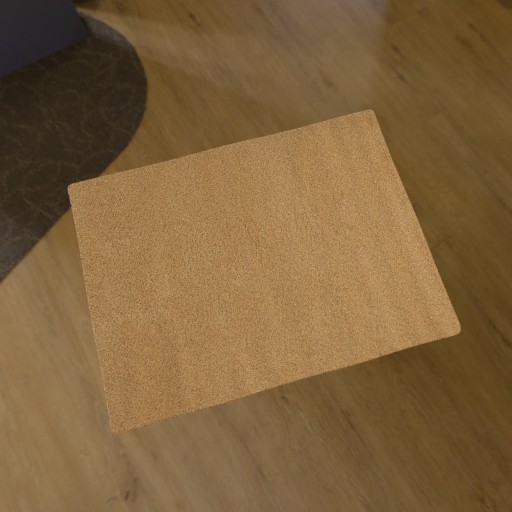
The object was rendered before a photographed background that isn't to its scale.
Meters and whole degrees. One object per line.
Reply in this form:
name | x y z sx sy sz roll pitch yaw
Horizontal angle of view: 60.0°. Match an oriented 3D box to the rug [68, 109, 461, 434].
rug | 0.000 0.000 2.099 1.600 0.025 1.199 -15 75 -4
